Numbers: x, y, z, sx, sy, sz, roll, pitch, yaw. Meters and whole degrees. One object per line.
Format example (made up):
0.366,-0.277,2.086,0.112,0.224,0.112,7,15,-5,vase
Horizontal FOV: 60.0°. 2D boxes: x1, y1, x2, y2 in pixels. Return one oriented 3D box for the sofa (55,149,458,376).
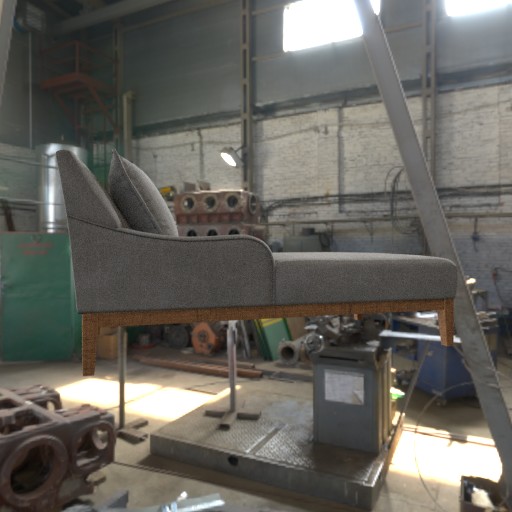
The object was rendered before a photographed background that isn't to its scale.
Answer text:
0.000,0.000,2.266,1.779,0.859,0.894,0,1,-18,sofa
